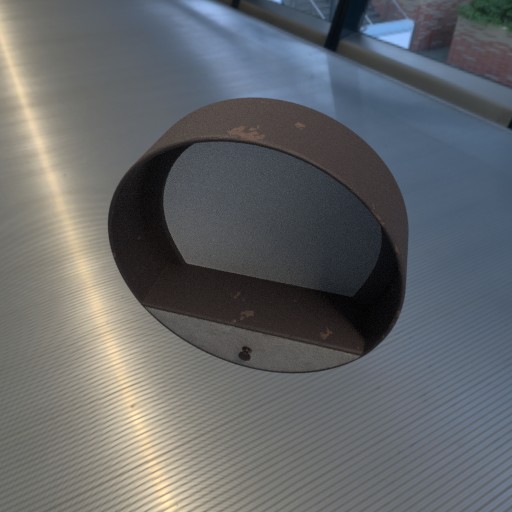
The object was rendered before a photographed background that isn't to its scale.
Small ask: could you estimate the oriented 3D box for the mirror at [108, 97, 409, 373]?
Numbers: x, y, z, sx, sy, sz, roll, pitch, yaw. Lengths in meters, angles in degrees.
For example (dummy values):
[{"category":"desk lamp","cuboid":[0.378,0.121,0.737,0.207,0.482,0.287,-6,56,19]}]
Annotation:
[{"category":"mirror","cuboid":[0.000,0.000,0.597,0.386,0.386,0.126,11,42,12]}]
